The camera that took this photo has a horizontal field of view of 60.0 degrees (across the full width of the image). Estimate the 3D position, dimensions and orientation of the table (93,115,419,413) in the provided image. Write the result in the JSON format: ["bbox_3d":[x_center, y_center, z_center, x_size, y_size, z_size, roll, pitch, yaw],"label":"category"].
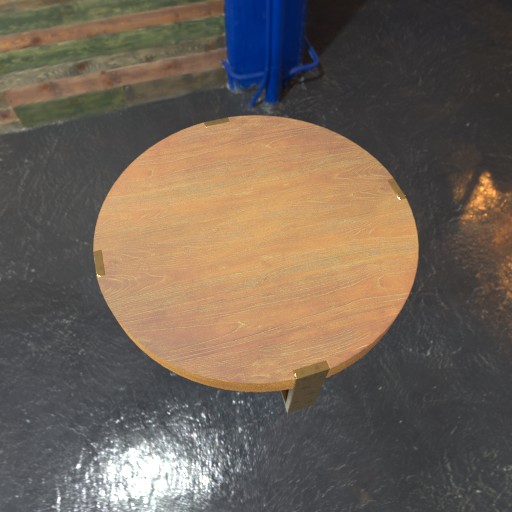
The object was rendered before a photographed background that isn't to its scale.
[{"bbox_3d":[0.000,0.000,1.710,1.100,0.420,1.100,0,58,0],"label":"table"}]
